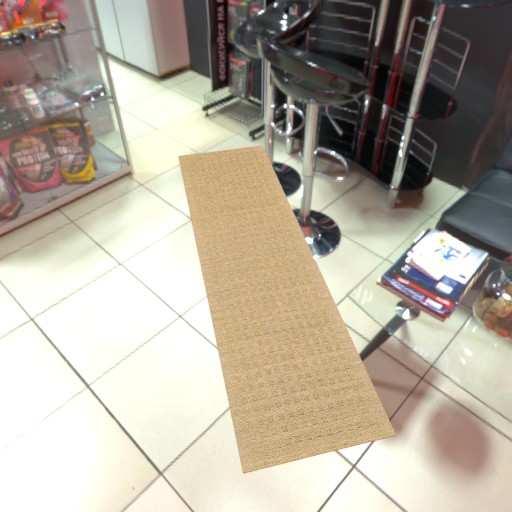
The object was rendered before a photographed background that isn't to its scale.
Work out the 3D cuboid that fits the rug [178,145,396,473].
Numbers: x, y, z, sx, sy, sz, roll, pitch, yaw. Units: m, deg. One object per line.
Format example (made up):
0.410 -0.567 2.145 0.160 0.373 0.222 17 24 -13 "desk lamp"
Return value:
0.000 0.000 2.723 0.686 0.006 2.437 -10 46 -9 "rug"
